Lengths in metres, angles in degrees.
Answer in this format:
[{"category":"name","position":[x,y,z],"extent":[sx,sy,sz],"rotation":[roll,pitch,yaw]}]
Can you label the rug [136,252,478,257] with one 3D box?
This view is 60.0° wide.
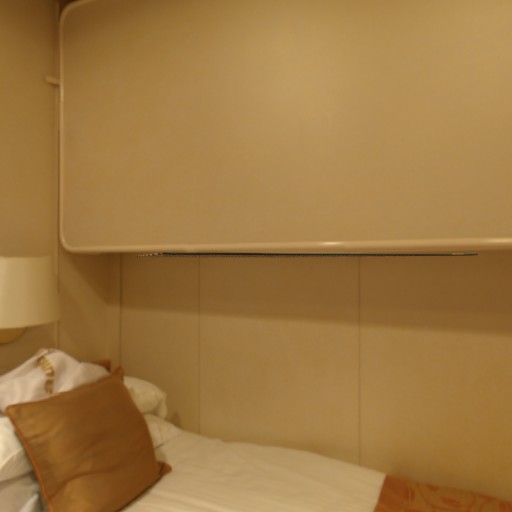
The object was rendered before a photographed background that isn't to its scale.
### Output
[{"category":"rug","position":[0.000,0.000,3.098],"extent":[1.520,0.011,2.447],"rotation":[0,0,-18]}]
